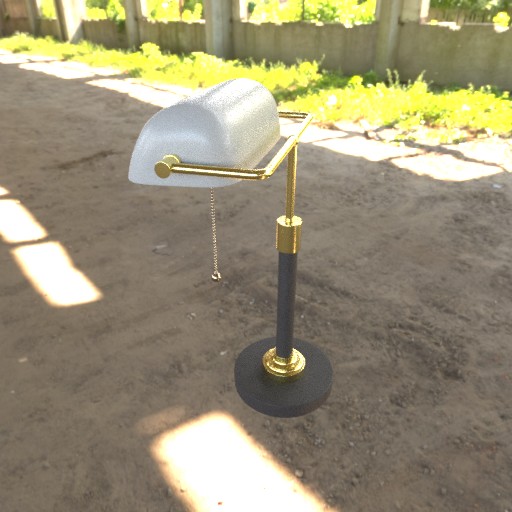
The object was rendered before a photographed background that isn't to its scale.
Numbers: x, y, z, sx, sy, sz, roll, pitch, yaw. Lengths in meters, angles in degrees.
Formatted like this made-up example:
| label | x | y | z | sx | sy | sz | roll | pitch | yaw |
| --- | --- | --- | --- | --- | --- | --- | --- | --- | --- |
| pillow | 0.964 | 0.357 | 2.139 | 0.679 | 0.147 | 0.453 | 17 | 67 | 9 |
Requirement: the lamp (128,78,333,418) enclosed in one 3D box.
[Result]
| label | x | y | z | sx | sy | sz | roll | pitch | yaw |
| --- | --- | --- | --- | --- | --- | --- | --- | --- | --- |
| lamp | 0.000 | 0.000 | 0.566 | 0.227 | 0.404 | 0.269 | 8 | 30 | 13 |
